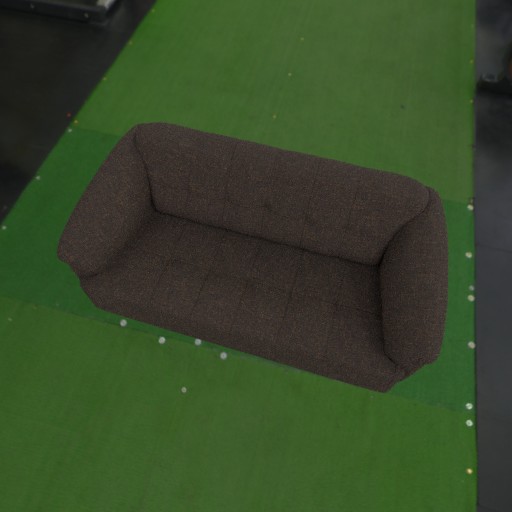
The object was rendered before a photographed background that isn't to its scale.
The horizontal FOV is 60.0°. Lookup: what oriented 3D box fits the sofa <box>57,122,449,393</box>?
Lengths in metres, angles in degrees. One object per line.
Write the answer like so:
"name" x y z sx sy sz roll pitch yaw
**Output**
"sofa" 0.000 0.000 2.324 1.849 0.790 0.887 15 60 9
